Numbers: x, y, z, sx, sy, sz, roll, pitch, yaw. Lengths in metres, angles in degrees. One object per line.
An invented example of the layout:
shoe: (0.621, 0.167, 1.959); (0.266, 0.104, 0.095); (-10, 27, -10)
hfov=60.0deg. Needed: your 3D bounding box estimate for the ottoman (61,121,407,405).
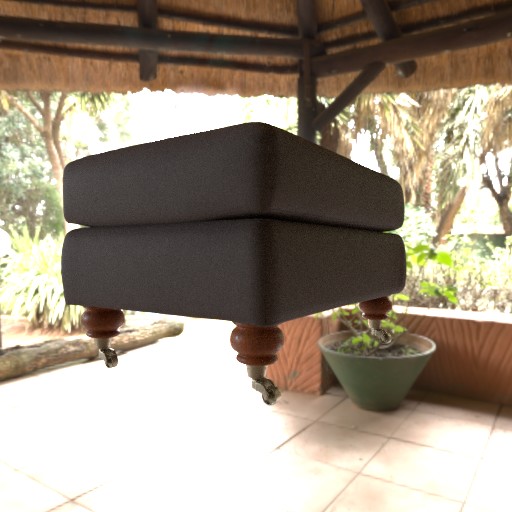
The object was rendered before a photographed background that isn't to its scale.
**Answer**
ottoman: (0.000, 0.000, 1.141); (0.574, 0.497, 0.773); (0, 1, 34)
